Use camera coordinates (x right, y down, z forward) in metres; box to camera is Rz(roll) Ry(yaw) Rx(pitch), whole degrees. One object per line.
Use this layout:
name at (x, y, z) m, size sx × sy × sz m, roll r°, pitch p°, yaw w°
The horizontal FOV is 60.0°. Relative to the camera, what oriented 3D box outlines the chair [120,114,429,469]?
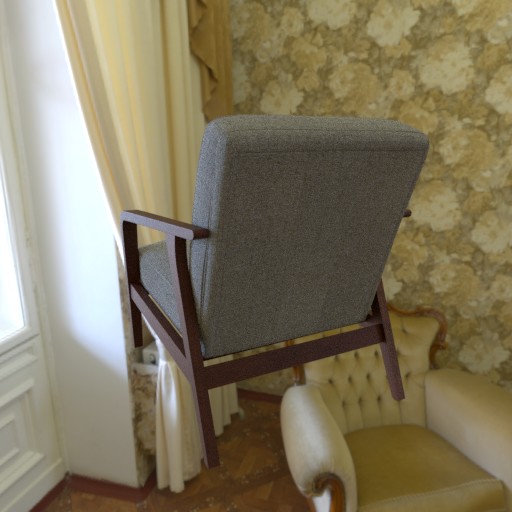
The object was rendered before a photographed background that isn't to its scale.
chair at (0.000, 0.000, 1.456) m, size 0.704 × 0.847 × 0.858 m, roll -8°, pitch 16°, yaw -27°
